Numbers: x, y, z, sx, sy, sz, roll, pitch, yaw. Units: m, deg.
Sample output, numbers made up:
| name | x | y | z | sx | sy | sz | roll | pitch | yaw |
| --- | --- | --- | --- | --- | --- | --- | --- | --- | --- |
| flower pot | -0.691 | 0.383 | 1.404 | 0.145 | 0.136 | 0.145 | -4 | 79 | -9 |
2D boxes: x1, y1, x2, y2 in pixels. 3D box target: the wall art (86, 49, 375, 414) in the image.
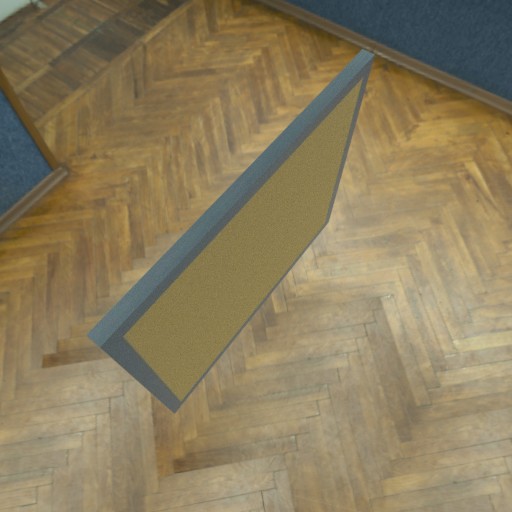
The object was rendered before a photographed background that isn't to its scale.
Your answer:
| name | x | y | z | sx | sy | sz | roll | pitch | yaw |
| --- | --- | --- | --- | --- | --- | --- | --- | --- | --- |
| wall art | 0.000 | 0.000 | 0.911 | 0.026 | 0.558 | 0.660 | 34 | 68 | 16 |
